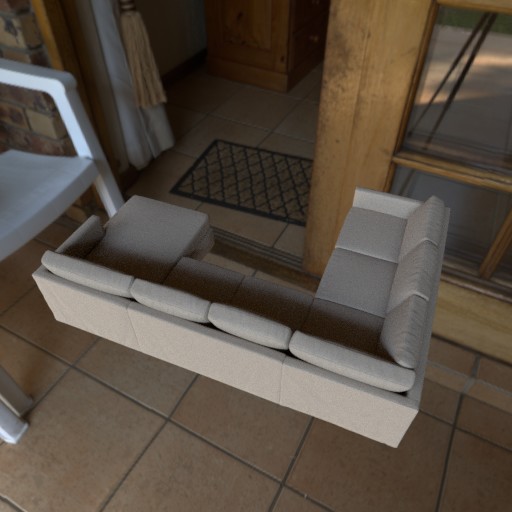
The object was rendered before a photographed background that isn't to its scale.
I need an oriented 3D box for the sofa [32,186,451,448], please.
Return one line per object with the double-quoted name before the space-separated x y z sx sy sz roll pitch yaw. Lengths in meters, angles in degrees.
"sofa" 0.000 0.000 4.514 3.460 0.882 2.427 16 48 15
